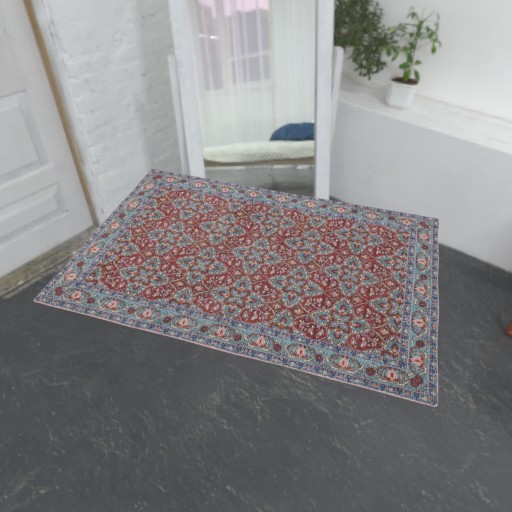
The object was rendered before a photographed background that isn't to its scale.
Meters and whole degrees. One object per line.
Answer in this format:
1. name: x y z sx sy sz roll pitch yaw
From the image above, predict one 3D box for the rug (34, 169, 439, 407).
1. rug: 0.000 0.000 2.317 1.829 0.009 1.219 12 44 12
